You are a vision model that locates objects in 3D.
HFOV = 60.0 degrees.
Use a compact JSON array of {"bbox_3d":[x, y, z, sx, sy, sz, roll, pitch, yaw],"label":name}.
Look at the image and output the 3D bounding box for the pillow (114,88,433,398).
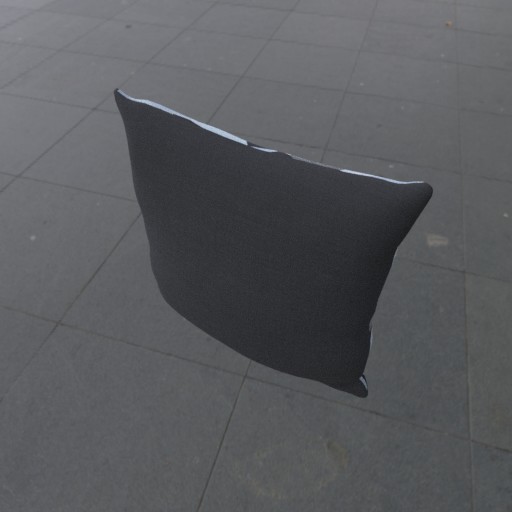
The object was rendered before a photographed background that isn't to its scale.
[{"bbox_3d":[0.000,0.000,0.762,0.503,0.496,0.208,24,51,22],"label":"pillow"}]
